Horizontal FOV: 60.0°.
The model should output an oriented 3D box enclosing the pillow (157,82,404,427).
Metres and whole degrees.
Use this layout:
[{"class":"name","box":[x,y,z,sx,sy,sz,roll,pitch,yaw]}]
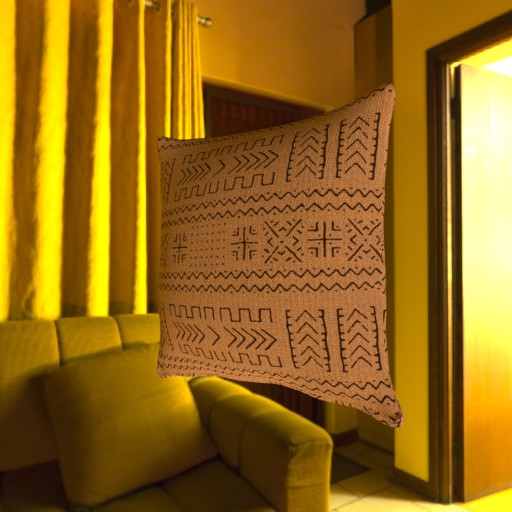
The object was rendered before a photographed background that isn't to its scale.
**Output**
[{"class":"pillow","box":[0.000,0.000,0.665,0.438,0.430,0.164,-1,-1,37]}]
